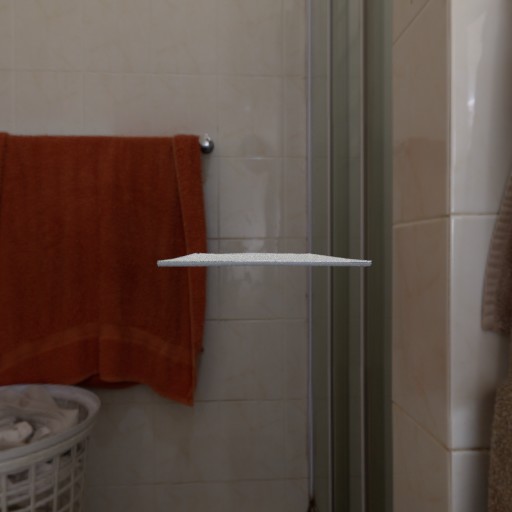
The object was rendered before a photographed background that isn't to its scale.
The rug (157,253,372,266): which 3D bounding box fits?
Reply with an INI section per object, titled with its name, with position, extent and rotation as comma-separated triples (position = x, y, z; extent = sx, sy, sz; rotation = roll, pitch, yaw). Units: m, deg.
[rug]
position = 0.000, 0.000, 2.551
extent = 0.675, 0.037, 2.341
rotation = 0, 1, -1
